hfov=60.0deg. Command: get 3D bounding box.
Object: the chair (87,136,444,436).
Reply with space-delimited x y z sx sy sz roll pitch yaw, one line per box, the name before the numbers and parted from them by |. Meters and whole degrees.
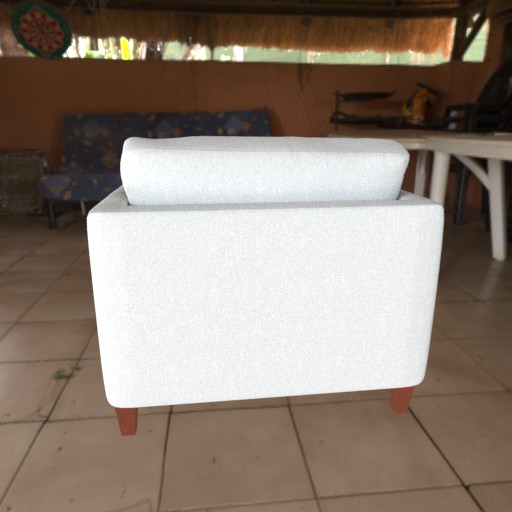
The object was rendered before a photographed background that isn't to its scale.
chair | 0.000 0.000 1.816 1.107 0.961 0.953 -2 17 -7
